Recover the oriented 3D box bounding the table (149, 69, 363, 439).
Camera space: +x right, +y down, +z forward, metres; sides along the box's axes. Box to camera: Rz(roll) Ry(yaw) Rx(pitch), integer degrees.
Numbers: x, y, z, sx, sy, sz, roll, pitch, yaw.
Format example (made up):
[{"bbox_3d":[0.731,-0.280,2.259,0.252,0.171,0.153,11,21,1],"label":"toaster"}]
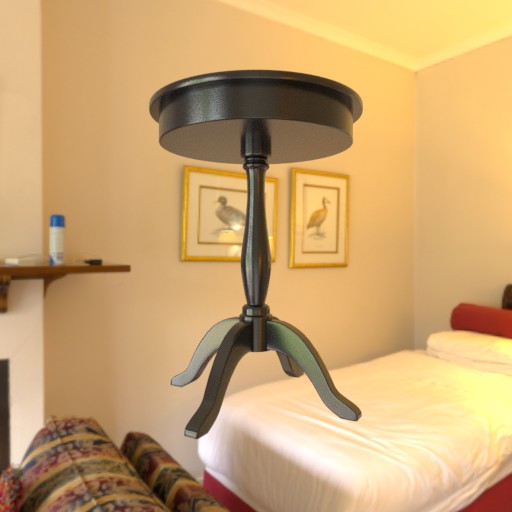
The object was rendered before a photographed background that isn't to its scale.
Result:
[{"bbox_3d":[0.000,0.000,1.021,0.481,0.665,0.481,0,1,0],"label":"table"}]
